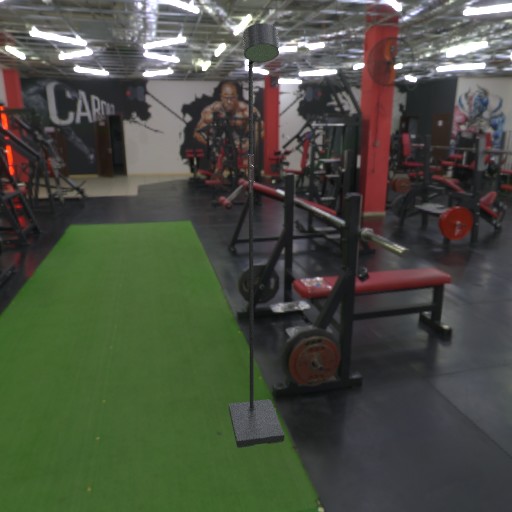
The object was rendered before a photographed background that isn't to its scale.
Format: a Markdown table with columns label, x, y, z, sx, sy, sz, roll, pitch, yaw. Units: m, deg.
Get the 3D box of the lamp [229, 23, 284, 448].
| label | x | y | z | sx | sy | sz | roll | pitch | yaw |
| --- | --- | --- | --- | --- | --- | --- | --- | --- | --- |
| lamp | 0.000 | 0.000 | 1.742 | 0.203 | 1.600 | 0.304 | -3 | 17 | -10 |
